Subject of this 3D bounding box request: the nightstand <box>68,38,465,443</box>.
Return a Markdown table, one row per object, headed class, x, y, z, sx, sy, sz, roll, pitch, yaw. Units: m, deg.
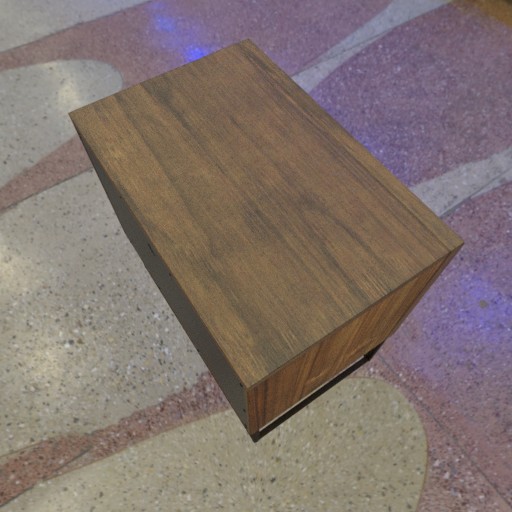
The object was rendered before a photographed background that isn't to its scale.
| class | x | y | z | sx | sy | sz | roll | pitch | yaw |
| --- | --- | --- | --- | --- | --- | --- | --- | --- | --- |
| nightstand | 0.000 | 0.000 | 1.023 | 0.437 | 0.610 | 0.610 | -30 | 65 | -16 |
